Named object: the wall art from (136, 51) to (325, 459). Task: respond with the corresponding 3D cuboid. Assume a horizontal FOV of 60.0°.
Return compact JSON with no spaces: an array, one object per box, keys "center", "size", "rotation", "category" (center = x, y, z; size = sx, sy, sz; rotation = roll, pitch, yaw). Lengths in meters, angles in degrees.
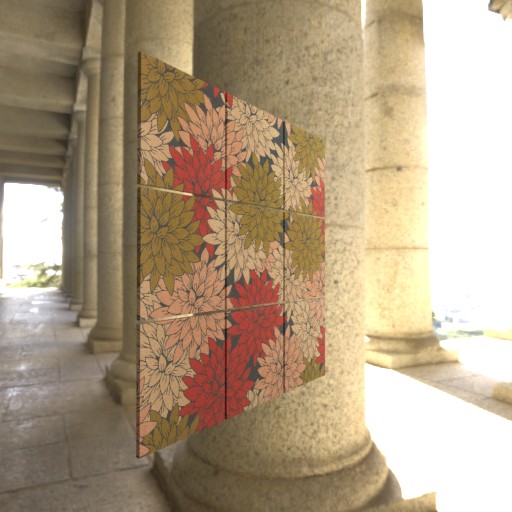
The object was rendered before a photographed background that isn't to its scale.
[{"center":[0.000,0.000,1.363],"size":[0.013,0.913,0.904],"rotation":[-1,-1,36],"category":"wall art"}]
